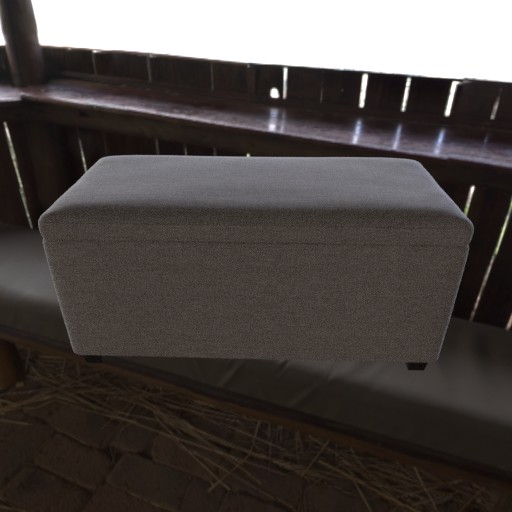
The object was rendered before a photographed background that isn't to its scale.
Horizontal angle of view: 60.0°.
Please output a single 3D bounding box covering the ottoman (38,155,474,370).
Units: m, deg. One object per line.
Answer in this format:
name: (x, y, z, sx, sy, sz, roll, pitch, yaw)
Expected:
ottoman: (0.000, 0.000, 1.147, 0.902, 0.432, 0.419, 1, 31, 2)
